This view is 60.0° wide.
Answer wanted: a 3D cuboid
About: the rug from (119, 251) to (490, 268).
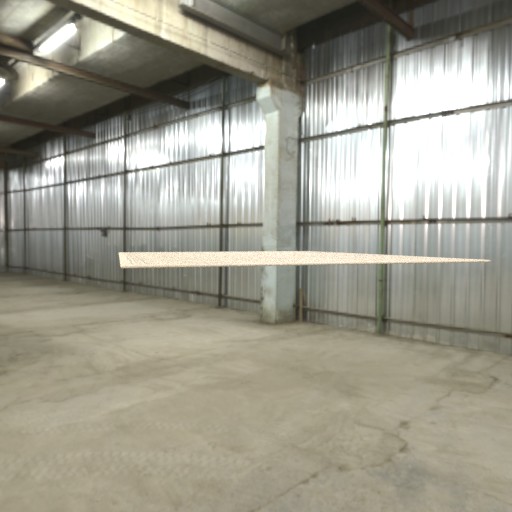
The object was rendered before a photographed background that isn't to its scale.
[{"bbox_3d":[0.000,0.000,4.140,2.441,0.015,3.050,-1,2,-17],"label":"rug"}]
